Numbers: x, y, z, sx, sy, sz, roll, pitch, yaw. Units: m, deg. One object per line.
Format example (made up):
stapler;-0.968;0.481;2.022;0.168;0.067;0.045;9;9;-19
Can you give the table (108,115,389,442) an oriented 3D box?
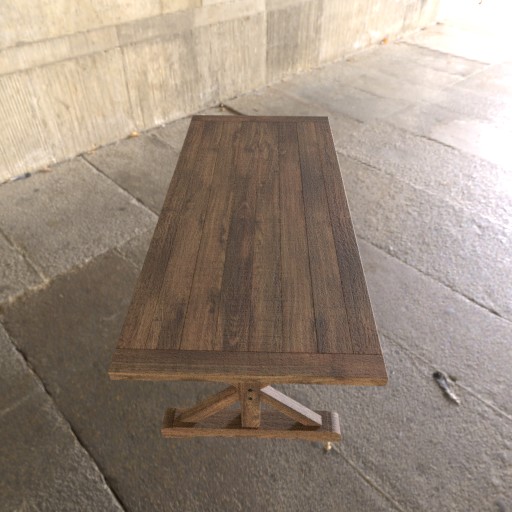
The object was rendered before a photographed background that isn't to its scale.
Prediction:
table;0.000;0.000;2.436;0.907;0.733;2.031;1;41;1
